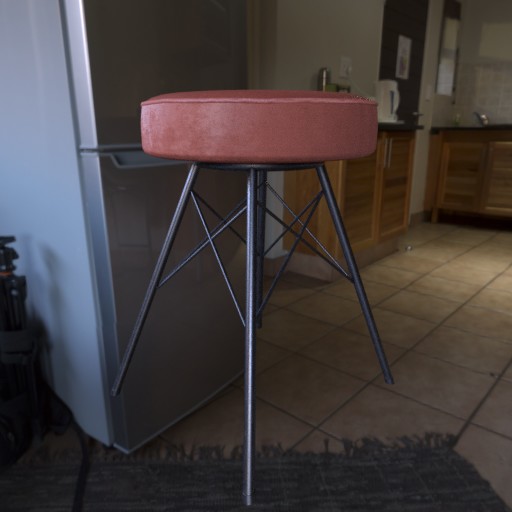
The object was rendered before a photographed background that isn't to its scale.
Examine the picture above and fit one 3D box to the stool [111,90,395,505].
[{"bbox_3d":[0.000,0.000,0.865,0.421,0.593,0.457,16,23,42],"label":"stool"}]
